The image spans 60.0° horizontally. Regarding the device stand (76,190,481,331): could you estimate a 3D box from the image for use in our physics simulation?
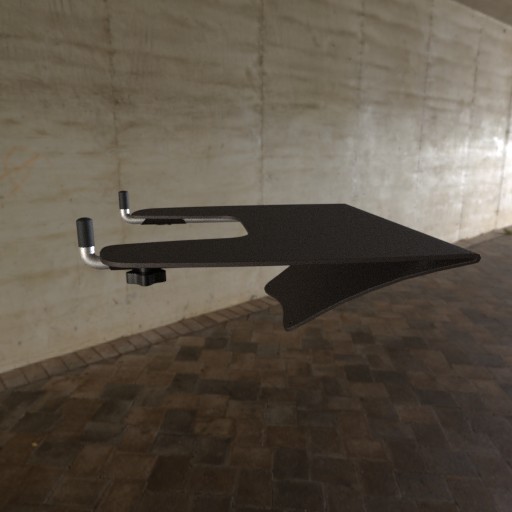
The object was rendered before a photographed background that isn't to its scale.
[{"bbox_3d":[0.000,0.000,0.355,0.230,0.092,0.230,-2,14,-8],"label":"device stand"}]
